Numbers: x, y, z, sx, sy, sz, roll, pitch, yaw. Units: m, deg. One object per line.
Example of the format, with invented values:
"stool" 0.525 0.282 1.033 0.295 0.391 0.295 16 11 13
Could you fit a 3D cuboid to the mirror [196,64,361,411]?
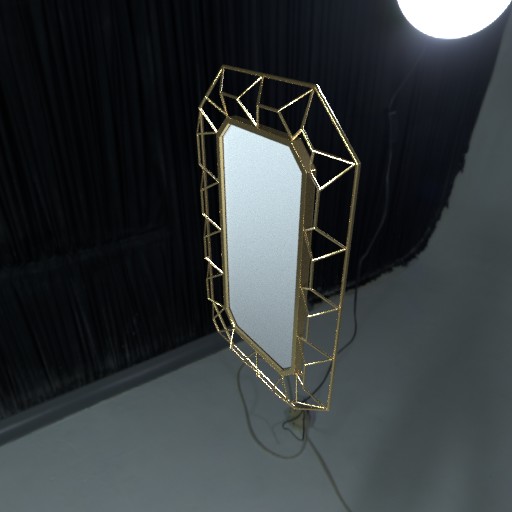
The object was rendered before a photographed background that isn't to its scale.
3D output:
"mirror" 0.000 0.000 1.134 0.051 0.870 0.572 -20 36 -30
